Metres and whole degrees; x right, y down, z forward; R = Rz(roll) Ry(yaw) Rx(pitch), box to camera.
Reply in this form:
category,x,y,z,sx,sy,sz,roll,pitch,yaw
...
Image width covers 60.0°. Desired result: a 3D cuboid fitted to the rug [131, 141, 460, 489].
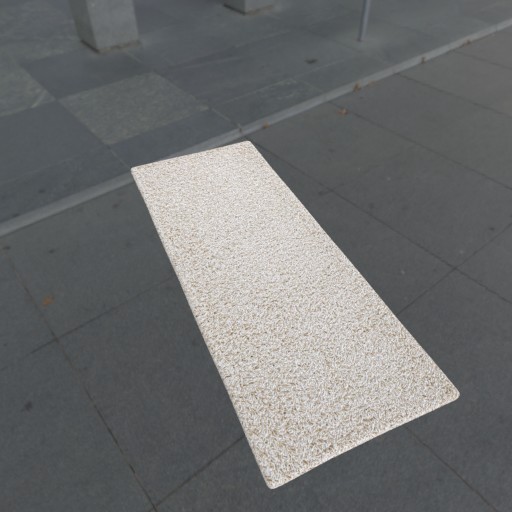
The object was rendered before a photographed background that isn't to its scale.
category,x,y,z,sx,sy,sz,roll,pitch,yaw
rug,0.000,0.000,1.676,0.609,0.030,1.524,-18,48,-17
